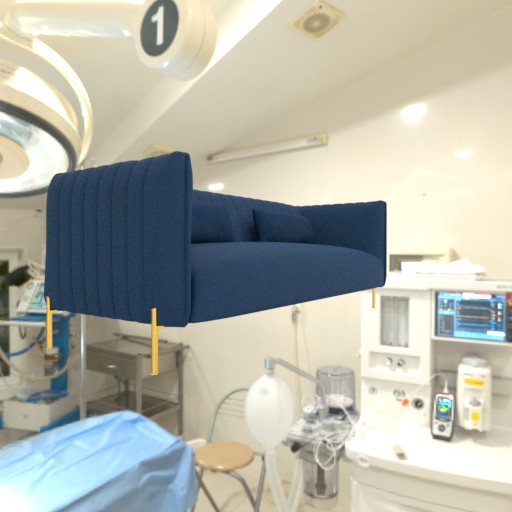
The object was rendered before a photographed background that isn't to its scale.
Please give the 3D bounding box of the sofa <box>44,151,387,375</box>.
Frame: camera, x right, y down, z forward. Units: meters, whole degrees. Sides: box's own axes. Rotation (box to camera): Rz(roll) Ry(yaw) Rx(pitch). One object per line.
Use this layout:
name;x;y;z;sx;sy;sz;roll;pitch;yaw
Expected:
sofa;0.000;0.000;2.584;0.896;0.793;2.136;1;1;36
